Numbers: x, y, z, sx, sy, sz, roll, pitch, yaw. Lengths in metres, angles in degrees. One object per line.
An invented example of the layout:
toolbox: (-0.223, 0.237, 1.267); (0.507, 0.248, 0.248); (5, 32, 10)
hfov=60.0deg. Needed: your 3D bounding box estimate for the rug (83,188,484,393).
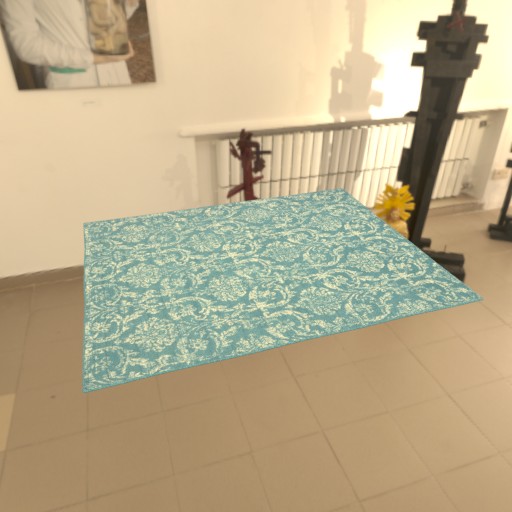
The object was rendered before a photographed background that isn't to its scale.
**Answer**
rug: (0.000, 0.000, 4.026); (2.980, 0.012, 2.363); (-10, 33, -16)
